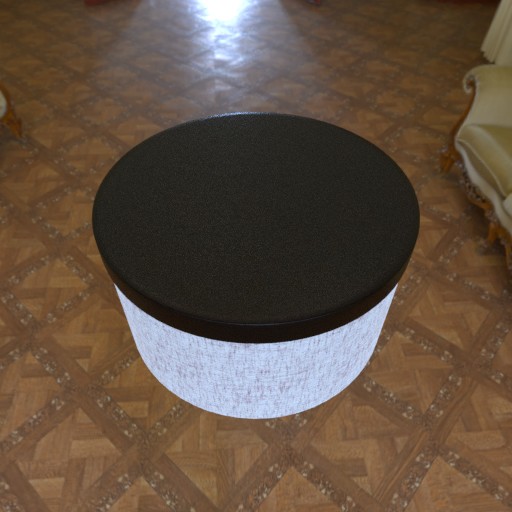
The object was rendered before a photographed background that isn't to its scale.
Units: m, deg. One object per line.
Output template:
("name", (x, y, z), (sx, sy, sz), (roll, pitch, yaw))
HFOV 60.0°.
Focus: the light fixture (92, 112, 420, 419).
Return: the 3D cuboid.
("light fixture", (0.000, 0.000, 0.623), (0.389, 0.229, 0.389), (0, 46, 0))
